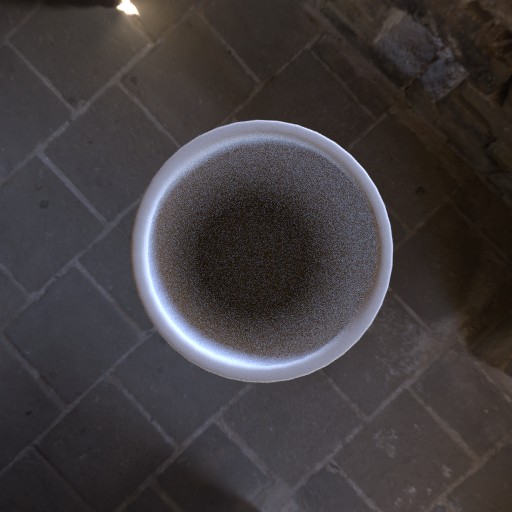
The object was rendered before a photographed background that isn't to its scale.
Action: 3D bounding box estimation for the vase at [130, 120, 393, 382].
[{"bbox_3d":[0.000,0.000,0.388,0.143,0.316,0.143,0,89,-1],"label":"vase"}]
